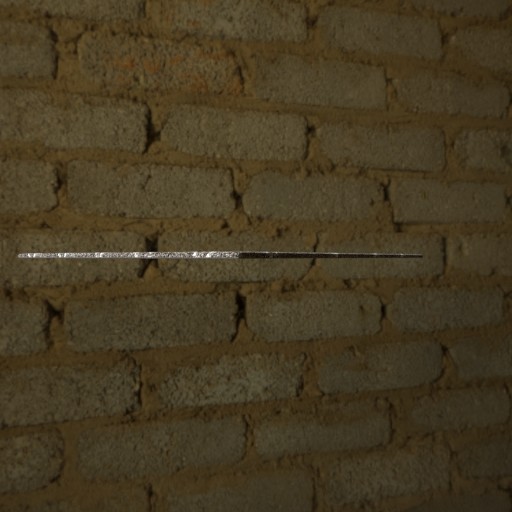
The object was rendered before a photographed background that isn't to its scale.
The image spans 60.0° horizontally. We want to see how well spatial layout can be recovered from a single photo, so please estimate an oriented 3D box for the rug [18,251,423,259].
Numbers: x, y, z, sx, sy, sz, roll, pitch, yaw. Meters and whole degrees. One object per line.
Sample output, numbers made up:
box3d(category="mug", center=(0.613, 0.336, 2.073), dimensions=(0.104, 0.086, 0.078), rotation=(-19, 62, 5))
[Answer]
box3d(category="rug", center=(0.000, 0.000, 3.415), dimensions=(1.778, 0.030, 2.743), rotation=(0, 0, 35))
